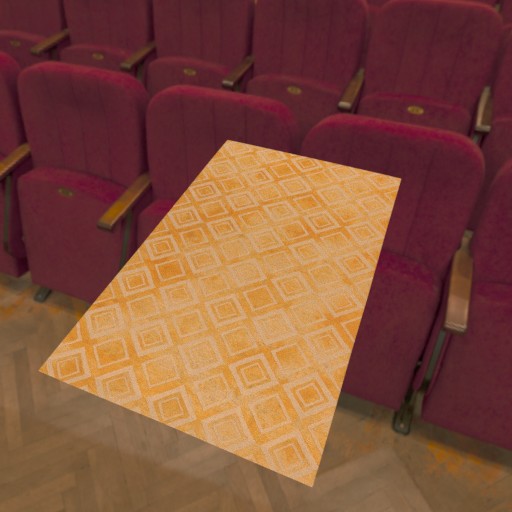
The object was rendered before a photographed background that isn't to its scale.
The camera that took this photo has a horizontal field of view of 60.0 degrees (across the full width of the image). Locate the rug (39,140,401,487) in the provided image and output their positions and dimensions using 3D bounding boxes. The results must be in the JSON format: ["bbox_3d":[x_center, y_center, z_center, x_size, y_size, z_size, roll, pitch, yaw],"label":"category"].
[{"bbox_3d":[0.000,0.000,2.920,1.511,0.010,2.424,16,48,15],"label":"rug"}]
